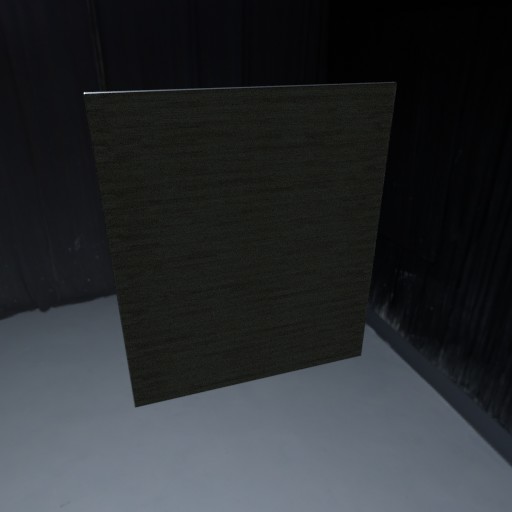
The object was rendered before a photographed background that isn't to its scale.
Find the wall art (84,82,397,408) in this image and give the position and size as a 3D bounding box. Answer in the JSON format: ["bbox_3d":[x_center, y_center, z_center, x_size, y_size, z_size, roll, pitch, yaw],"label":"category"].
[{"bbox_3d":[0.000,0.000,0.781,0.483,0.559,0.009,-8,28,-16],"label":"wall art"}]
